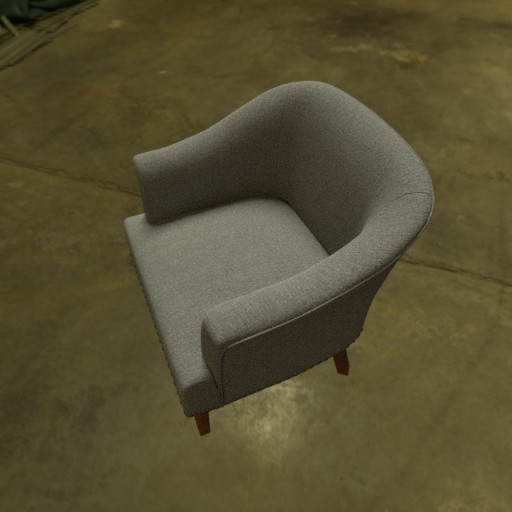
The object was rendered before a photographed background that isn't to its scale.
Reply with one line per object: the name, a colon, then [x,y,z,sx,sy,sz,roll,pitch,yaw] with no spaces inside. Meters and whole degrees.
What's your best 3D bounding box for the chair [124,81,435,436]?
chair: [0.000,0.000,1.379,0.704,0.815,0.798,-17,48,-16]
